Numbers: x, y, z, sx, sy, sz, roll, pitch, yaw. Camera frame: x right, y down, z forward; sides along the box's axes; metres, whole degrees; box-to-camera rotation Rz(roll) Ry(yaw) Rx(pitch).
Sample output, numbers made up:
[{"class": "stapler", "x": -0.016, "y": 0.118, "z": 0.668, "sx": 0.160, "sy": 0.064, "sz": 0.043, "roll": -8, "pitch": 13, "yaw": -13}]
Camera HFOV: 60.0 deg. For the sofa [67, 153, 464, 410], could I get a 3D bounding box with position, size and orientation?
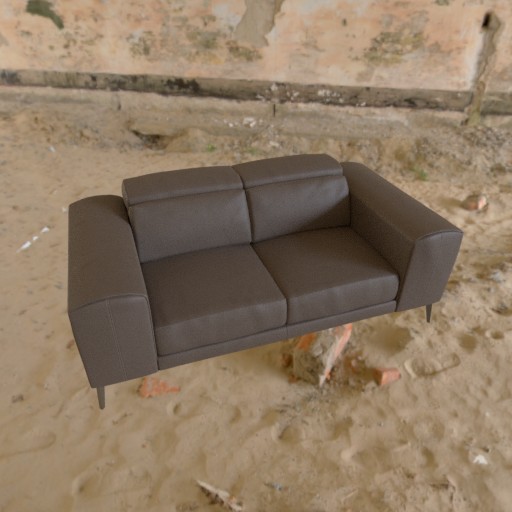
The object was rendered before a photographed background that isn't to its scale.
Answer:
[{"class": "sofa", "x": 0.000, "y": 0.000, "z": 2.457, "sx": 1.895, "sy": 0.779, "sz": 1.003, "roll": -11, "pitch": 34, "yaw": -16}]
